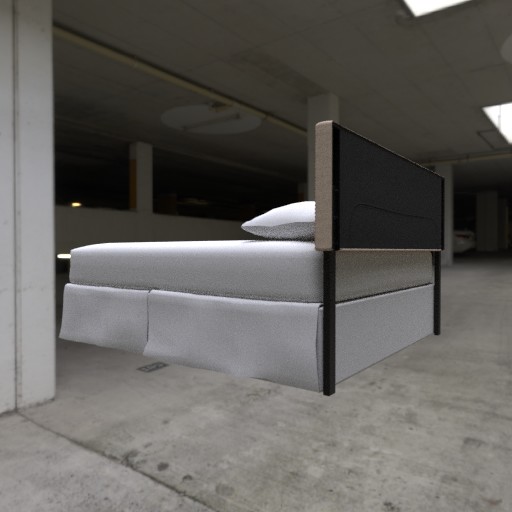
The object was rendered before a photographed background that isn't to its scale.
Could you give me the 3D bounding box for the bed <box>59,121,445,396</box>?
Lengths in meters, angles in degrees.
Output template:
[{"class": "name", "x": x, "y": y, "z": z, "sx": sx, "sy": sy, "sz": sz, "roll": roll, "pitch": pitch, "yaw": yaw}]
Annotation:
[{"class": "bed", "x": 0.000, "y": 0.000, "z": 2.805, "sx": 1.876, "sy": 1.016, "sz": 1.616, "roll": 0, "pitch": 1, "yaw": 37}]
